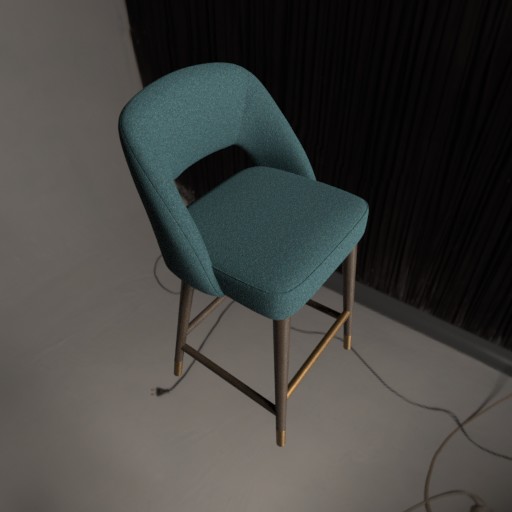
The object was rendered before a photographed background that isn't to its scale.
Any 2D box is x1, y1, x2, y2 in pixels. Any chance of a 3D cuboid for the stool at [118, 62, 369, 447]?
[{"bbox_3d":[0.000,0.000,1.273,0.522,0.939,0.536,25,47,26],"label":"stool"}]
